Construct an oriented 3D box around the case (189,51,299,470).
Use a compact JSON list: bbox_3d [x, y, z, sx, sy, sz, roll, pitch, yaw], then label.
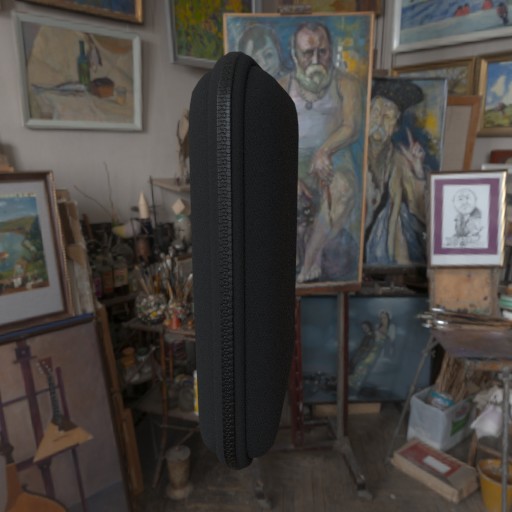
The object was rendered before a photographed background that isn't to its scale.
[{"bbox_3d":[0.000,0.000,0.188,0.030,0.147,0.107,2,14,10],"label":"case"}]
